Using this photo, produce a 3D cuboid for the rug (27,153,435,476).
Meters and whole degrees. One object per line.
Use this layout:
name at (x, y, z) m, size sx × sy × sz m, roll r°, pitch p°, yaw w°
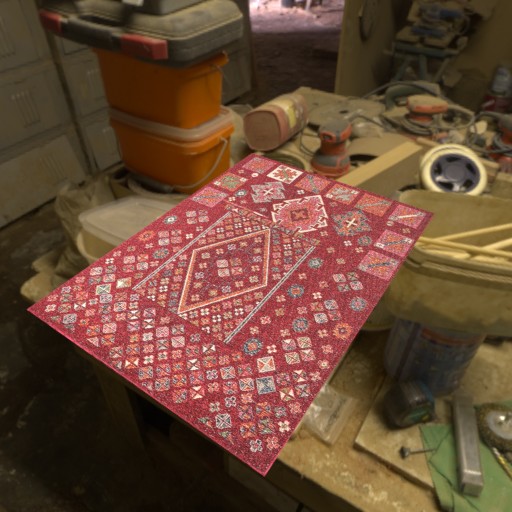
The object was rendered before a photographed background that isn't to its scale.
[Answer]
rug at (0.000, 0.000, 2.792) m, size 1.579 × 0.007 × 2.184 m, roll 24°, pitch 46°, yaw 25°
